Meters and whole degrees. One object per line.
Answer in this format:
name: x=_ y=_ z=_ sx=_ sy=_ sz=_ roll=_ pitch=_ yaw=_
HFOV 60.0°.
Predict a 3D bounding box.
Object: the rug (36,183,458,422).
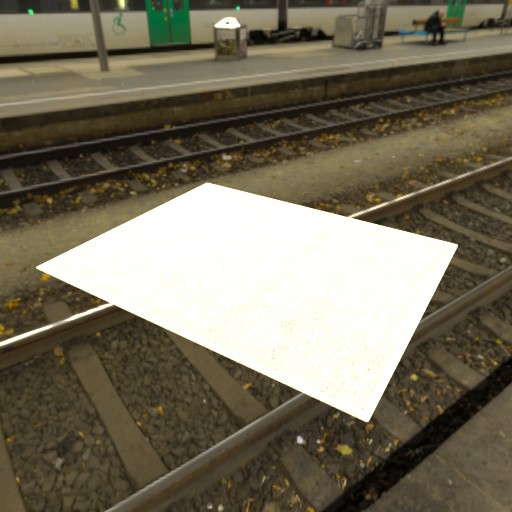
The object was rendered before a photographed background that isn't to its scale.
rug: x=0.000 y=0.000 z=4.084 sx=3.050 sy=0.015 sz=2.441 roll=18 pitch=35 yaw=28
